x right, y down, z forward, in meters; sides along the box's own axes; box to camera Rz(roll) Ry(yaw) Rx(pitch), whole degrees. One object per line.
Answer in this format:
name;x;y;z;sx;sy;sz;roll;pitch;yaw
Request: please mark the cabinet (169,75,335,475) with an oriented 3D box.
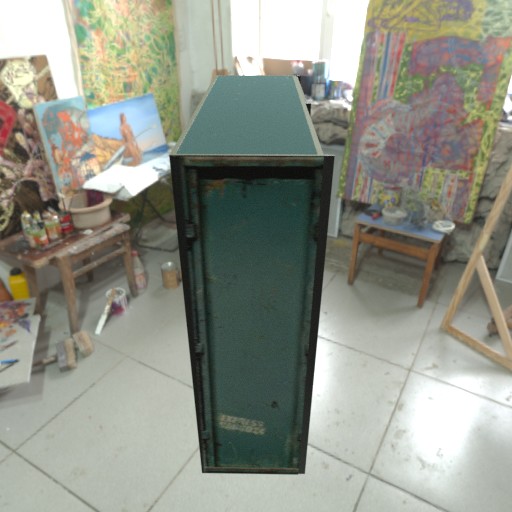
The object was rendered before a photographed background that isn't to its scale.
cabinet;0.000;0.000;3.230;0.680;2.160;2.000;1;31;1
